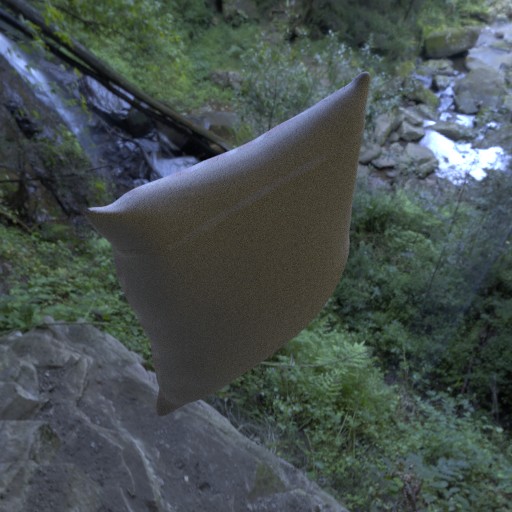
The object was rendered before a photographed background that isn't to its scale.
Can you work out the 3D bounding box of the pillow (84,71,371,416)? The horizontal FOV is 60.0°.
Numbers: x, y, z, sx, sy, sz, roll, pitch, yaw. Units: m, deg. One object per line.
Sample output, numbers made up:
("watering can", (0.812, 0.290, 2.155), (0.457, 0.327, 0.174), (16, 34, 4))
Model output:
("pillow", (0.000, 0.000, 0.667), (0.440, 0.441, 0.182), (-33, 55, -28))
